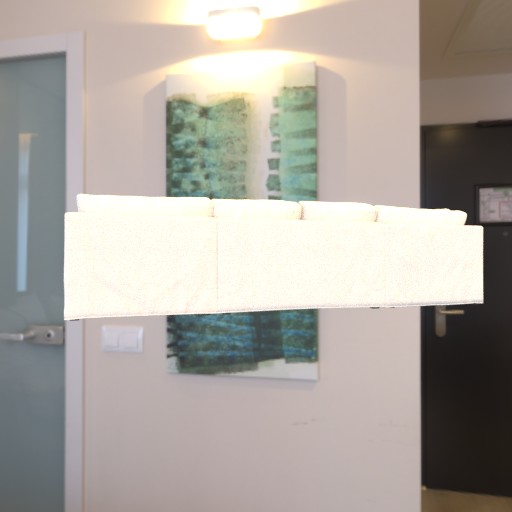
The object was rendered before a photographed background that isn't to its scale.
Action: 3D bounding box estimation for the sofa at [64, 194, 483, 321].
[{"bbox_3d":[0.000,0.000,4.521,3.460,0.882,2.427,0,-1,-18],"label":"sofa"}]
